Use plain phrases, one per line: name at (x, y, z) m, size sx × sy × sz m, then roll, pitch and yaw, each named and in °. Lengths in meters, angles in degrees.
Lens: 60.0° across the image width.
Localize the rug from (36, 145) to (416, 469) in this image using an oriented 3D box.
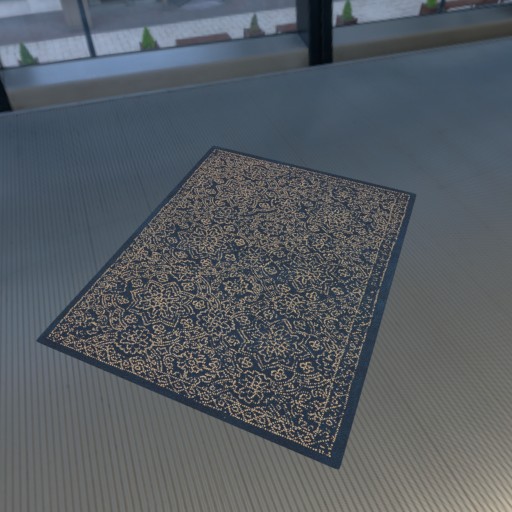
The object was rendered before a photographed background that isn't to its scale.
rug at (0.000, 0.000, 4.095) m, size 2.438 × 0.010 × 3.048 m, roll 17°, pitch 48°, yaw 16°
